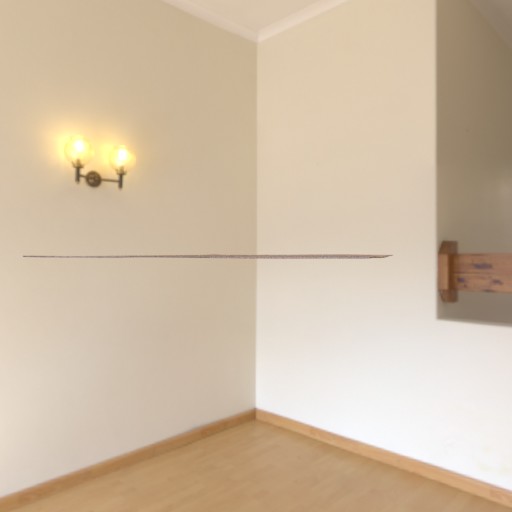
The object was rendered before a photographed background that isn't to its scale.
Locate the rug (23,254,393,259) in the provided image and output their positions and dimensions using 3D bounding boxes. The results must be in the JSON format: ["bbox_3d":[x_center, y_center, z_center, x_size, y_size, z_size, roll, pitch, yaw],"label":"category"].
[{"bbox_3d":[0.000,0.000,4.010,2.263,0.022,3.029,0,0,19],"label":"rug"}]
